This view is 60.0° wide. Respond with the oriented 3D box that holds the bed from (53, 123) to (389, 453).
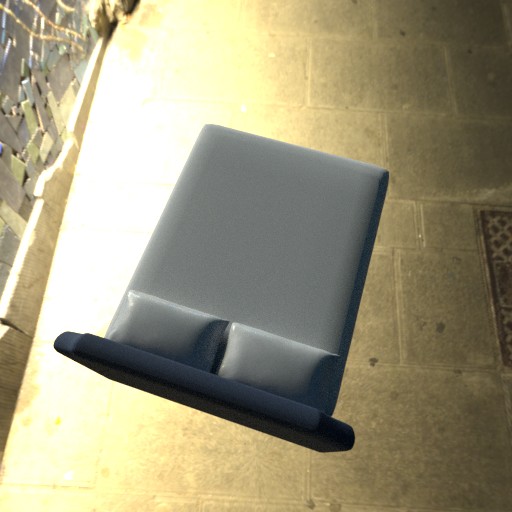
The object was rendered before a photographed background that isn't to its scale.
[{"bbox_3d":[0.000,0.000,3.318,1.831,1.297,2.260,16,67,7],"label":"bed"}]
